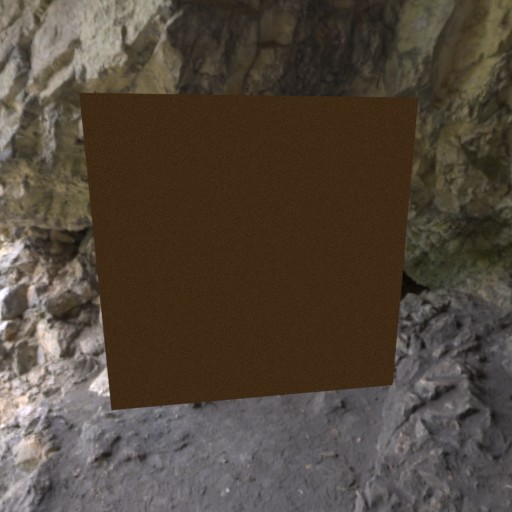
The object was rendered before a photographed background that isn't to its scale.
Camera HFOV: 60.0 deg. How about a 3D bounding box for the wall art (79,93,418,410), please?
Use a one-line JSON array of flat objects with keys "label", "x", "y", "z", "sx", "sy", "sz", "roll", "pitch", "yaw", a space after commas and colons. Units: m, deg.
[{"label": "wall art", "x": 0.000, "y": 0.000, "z": 0.568, "sx": 0.386, "sy": 0.385, "sz": 0.038, "roll": -2, "pitch": 15, "yaw": -9}]
